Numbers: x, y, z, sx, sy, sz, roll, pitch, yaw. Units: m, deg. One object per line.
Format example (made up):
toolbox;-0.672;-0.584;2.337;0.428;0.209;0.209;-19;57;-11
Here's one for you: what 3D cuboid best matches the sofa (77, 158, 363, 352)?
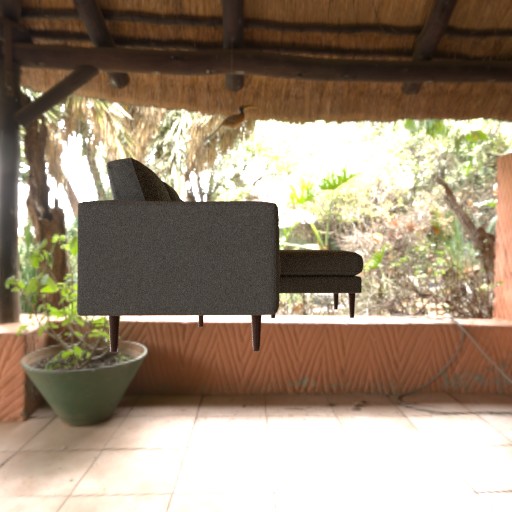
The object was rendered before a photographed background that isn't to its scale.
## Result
sofa;0.000;0.000;3.025;1.667;0.957;2.055;0;-1;-2
